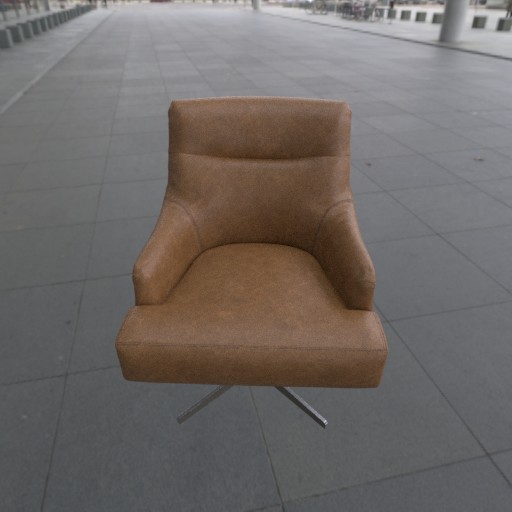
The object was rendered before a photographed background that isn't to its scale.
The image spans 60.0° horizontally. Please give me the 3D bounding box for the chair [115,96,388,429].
[{"bbox_3d":[0.000,0.000,1.486,0.729,0.869,0.874,1,31,2],"label":"chair"}]
